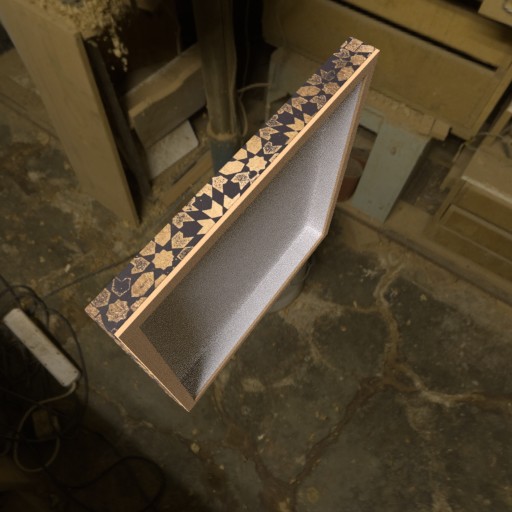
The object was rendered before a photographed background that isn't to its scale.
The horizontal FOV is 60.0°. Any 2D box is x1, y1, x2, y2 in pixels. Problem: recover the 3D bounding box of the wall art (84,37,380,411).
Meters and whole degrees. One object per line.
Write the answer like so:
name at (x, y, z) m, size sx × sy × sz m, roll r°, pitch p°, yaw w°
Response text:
wall art at (0.000, 0.000, 0.598) m, size 0.038 × 0.405 × 0.405 m, roll 34°, pitch 68°, yaw 16°
